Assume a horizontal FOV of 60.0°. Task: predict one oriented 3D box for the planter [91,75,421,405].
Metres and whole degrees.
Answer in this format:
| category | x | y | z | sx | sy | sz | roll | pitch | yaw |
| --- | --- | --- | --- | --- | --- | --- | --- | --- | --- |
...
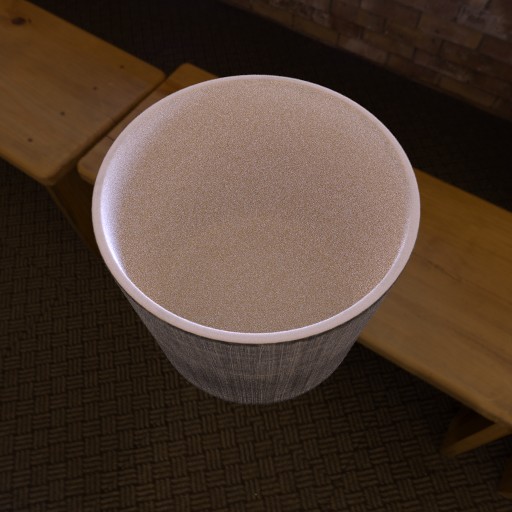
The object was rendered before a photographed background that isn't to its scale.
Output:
| category | x | y | z | sx | sy | sz | roll | pitch | yaw |
| --- | --- | --- | --- | --- | --- | --- | --- | --- | --- |
| planter | 0.000 | 0.000 | 0.390 | 0.221 | 0.201 | 0.221 | 0 | 62 | 0 |
